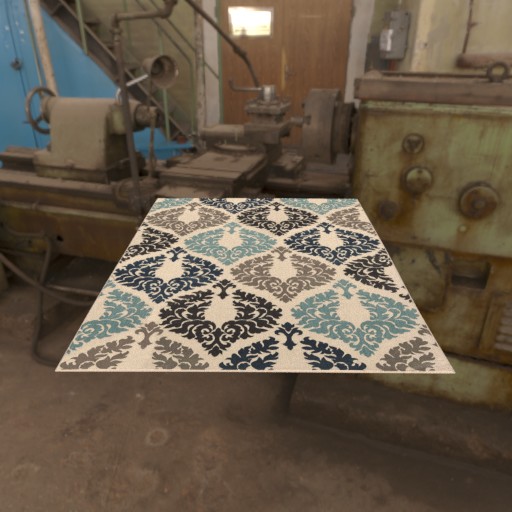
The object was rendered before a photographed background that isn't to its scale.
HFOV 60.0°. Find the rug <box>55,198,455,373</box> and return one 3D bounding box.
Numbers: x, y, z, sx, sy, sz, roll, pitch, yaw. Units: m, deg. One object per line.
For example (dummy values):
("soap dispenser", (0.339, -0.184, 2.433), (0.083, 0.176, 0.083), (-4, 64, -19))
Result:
("rug", (0.000, 0.000, 4.013), (2.423, 0.014, 3.040), (0, 27, 0))
